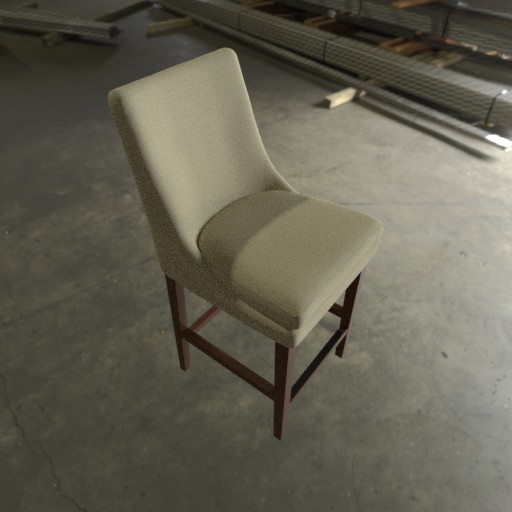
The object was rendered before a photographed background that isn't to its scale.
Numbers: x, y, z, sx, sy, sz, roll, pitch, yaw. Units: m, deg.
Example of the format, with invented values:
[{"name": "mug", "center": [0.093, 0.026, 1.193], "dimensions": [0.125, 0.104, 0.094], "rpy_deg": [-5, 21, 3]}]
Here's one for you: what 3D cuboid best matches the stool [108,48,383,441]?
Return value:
[{"name": "stool", "center": [0.000, 0.000, 1.304], "dimensions": [0.577, 0.981, 0.470], "rpy_deg": [27, 48, 27]}]
